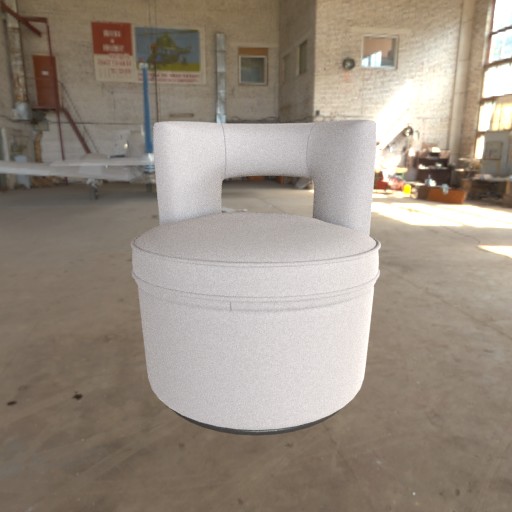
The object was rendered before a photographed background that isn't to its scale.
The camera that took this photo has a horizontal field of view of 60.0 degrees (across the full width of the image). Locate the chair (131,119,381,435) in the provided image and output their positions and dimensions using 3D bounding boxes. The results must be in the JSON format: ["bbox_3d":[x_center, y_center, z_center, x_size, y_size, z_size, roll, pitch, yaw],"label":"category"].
[{"bbox_3d":[0.000,0.000,1.202,0.650,0.723,0.665,2,14,8],"label":"chair"}]
